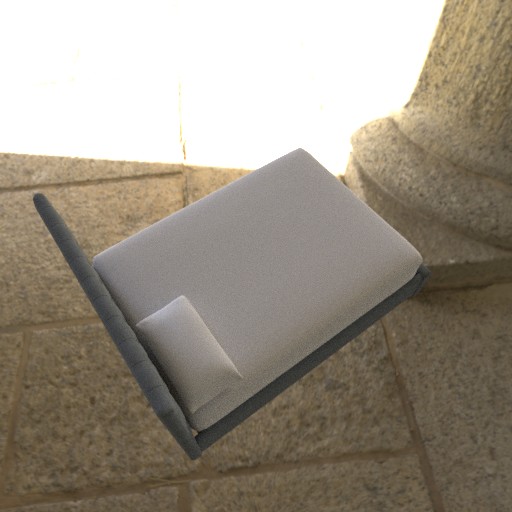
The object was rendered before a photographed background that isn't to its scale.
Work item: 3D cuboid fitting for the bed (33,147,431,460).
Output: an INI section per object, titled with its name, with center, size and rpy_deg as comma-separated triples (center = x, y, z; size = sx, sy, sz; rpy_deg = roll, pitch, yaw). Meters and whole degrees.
[bed]
center = 0.000, 0.000, 3.388
size = 2.335, 1.411, 1.698
rpy_deg = -31, 63, -18
